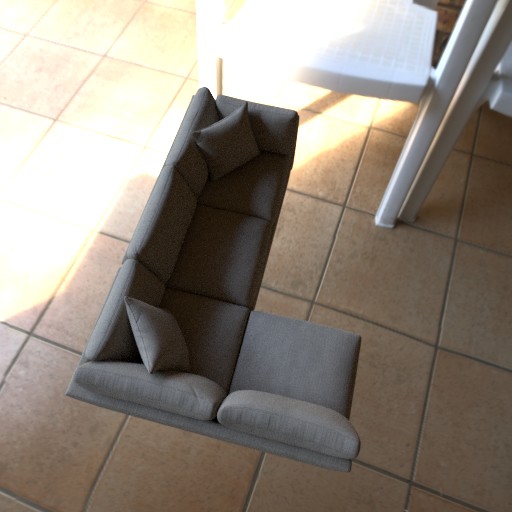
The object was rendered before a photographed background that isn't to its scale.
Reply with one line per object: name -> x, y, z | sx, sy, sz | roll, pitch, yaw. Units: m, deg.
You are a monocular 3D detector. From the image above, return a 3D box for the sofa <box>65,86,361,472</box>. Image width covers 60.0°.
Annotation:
sofa -> 0.000, 0.000, 3.723 | 1.994, 0.978, 2.896 | 13, 64, 6
